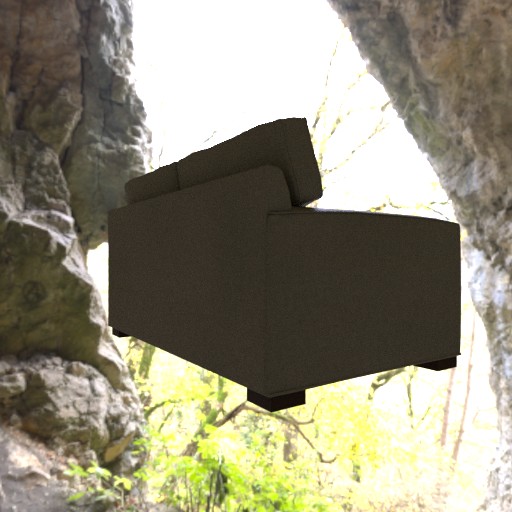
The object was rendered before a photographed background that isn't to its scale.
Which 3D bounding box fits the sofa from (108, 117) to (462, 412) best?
[{"bbox_3d":[0.000,0.000,2.058,0.940,0.853,1.484,0,0,-34],"label":"sofa"}]
